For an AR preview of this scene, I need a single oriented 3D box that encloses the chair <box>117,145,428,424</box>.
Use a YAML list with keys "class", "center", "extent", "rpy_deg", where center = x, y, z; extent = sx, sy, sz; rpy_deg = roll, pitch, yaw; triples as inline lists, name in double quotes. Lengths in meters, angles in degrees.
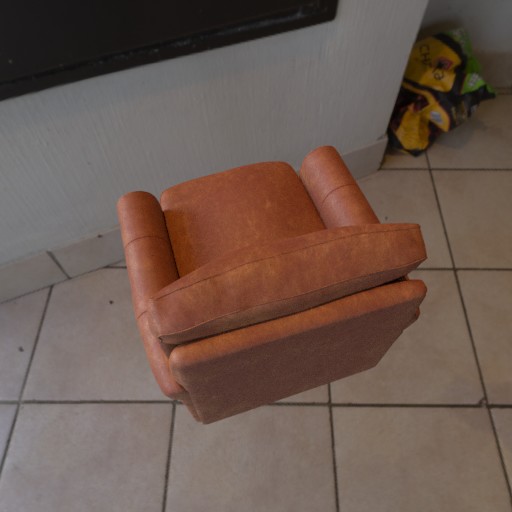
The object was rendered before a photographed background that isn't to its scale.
- class: "chair"
  center: [0.000, 0.000, 1.778]
  extent: [0.983, 0.962, 0.986]
  rpy_deg: [-15, 60, -9]
